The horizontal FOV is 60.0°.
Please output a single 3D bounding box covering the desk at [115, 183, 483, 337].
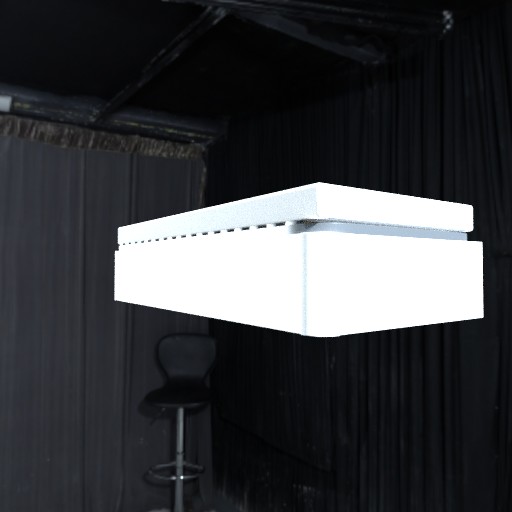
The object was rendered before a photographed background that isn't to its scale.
[{"bbox_3d":[0.000,0.000,2.307,0.900,0.526,1.900,1,-2,-35],"label":"desk"}]
